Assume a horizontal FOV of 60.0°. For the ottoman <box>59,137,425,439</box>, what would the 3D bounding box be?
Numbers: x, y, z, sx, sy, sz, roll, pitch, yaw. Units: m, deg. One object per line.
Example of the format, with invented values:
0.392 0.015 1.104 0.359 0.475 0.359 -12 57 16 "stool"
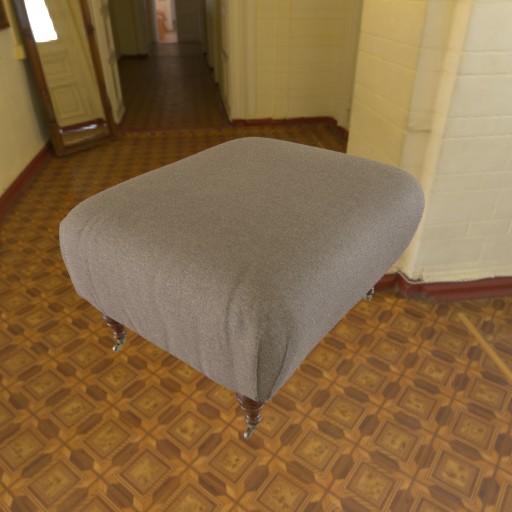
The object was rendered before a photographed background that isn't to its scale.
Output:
0.000 0.000 1.139 0.622 0.450 0.747 21 38 31 "ottoman"
